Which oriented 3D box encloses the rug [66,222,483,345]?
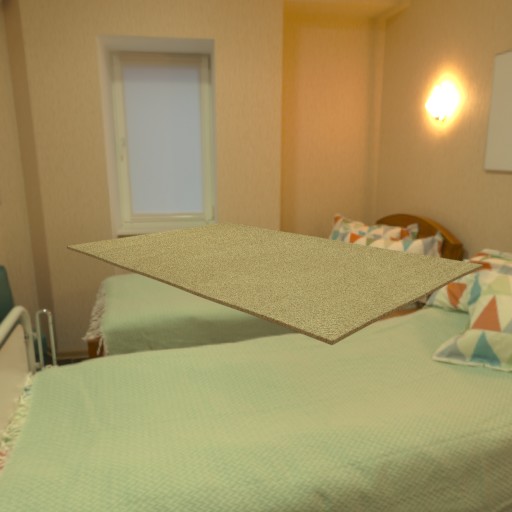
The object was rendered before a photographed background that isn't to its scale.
[{"bbox_3d":[0.000,0.000,3.413,2.699,0.025,1.800,13,19,43],"label":"rug"}]
